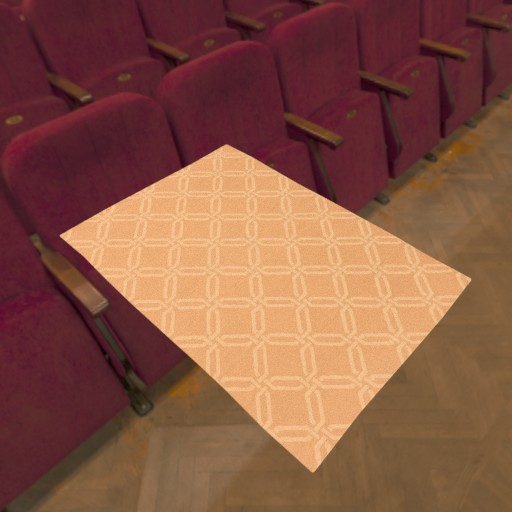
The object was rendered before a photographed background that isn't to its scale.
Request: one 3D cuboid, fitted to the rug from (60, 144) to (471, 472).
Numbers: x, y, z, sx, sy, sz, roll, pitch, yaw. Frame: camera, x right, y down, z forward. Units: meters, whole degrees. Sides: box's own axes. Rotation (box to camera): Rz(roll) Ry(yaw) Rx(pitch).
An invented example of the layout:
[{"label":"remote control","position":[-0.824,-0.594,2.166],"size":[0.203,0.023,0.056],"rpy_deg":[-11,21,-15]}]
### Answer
[{"label":"rug","position":[0.000,0.000,2.770],"size":[2.135,0.013,1.524],"rpy_deg":[35,55,29]}]
